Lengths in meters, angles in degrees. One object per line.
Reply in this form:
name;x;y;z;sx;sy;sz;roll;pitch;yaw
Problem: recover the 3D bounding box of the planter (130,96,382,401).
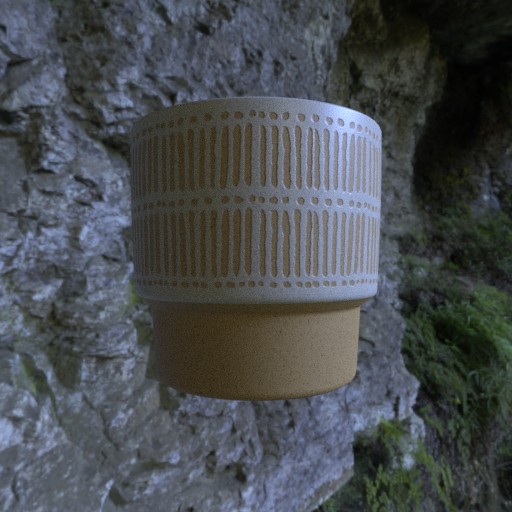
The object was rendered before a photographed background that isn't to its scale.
planter;0.000;0.000;0.579;0.317;0.303;0.317;0;-1;0
